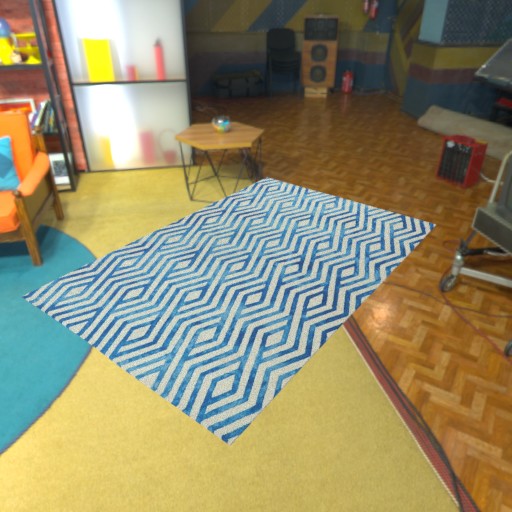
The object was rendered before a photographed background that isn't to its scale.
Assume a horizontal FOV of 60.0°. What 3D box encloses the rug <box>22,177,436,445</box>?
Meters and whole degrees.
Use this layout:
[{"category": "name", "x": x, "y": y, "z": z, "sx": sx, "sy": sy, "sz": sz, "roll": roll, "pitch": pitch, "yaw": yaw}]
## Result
[{"category": "rug", "x": 0.000, "y": 0.000, "z": 2.271, "sx": 1.225, "sy": 0.008, "sz": 1.830, "roll": 22, "pitch": 37, "yaw": 32}]
